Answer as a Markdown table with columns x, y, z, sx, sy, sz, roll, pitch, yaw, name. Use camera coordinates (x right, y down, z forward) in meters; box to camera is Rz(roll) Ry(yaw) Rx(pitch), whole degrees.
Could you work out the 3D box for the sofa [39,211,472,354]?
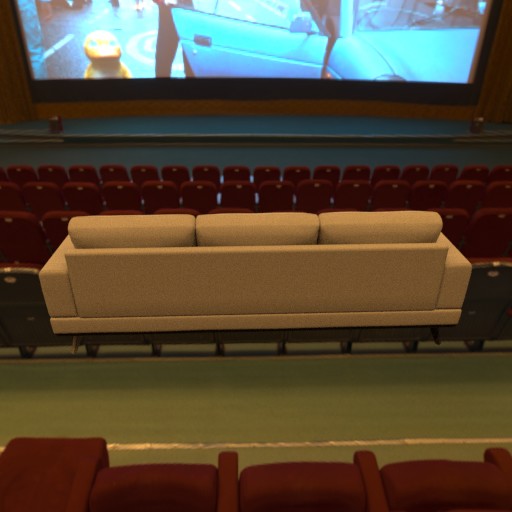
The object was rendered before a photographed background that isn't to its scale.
| x | y | z | sx | sy | sz | roll | pitch | yaw | name |
| --- | --- | --- | --- | --- | --- | --- | --- | --- | --- |
| 0.000 | 0.000 | 2.806 | 2.310 | 0.810 | 0.920 | -1 | 28 | -2 | sofa |
